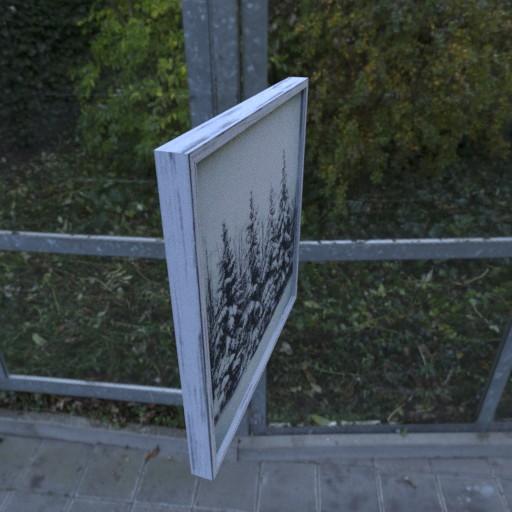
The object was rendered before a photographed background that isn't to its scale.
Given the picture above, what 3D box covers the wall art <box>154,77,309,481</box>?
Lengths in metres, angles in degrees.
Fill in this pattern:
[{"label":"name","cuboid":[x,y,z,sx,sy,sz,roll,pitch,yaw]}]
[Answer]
[{"label":"wall art","cuboid":[0.000,0.000,0.759,0.038,0.506,0.506,10,31,16]}]
